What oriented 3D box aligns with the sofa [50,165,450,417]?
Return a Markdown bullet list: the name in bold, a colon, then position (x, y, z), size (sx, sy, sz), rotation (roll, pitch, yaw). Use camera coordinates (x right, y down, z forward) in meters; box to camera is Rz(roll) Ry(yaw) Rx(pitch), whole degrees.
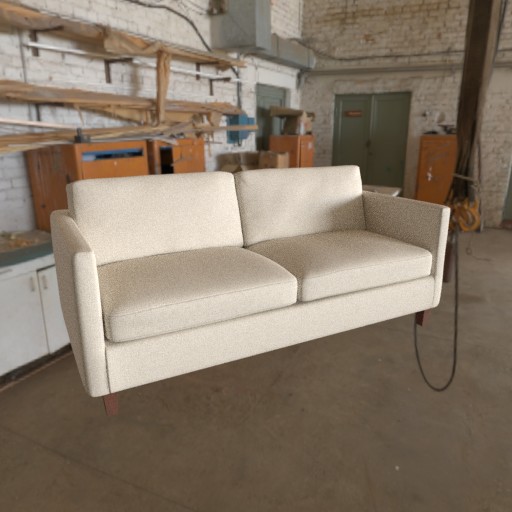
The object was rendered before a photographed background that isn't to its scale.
- **sofa**: position (0.000, 0.000, 2.447), size (1.981, 0.889, 0.965), rotation (-9, 19, -27)
